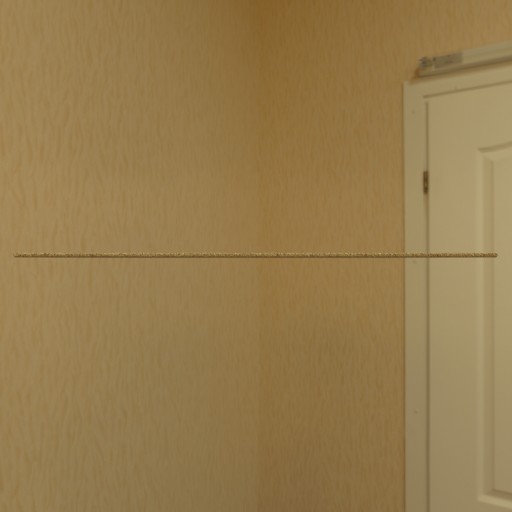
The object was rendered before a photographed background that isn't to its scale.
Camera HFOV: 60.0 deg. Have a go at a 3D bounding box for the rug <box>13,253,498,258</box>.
[{"bbox_3d":[0.000,0.000,3.366,2.699,0.025,1.800,0,0,1],"label":"rug"}]
